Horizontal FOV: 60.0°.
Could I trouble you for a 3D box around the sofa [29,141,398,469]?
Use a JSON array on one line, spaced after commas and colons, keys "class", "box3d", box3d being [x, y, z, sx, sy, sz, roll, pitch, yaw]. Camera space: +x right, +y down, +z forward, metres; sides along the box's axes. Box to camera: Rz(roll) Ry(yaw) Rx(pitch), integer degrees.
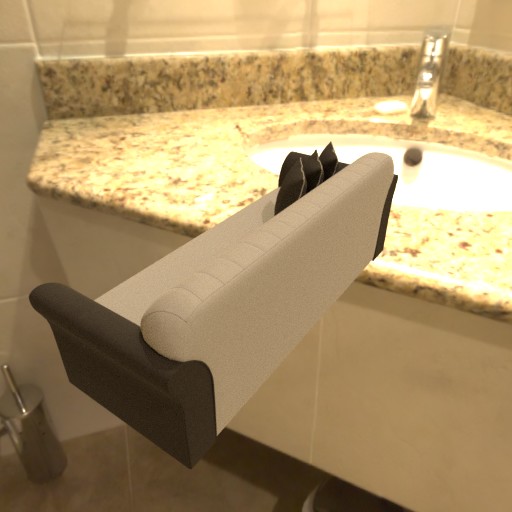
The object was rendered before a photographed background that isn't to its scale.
[{"class": "sofa", "box3d": [0.000, 0.000, 2.324, 0.755, 0.787, 2.001, 21, 38, 29]}]
